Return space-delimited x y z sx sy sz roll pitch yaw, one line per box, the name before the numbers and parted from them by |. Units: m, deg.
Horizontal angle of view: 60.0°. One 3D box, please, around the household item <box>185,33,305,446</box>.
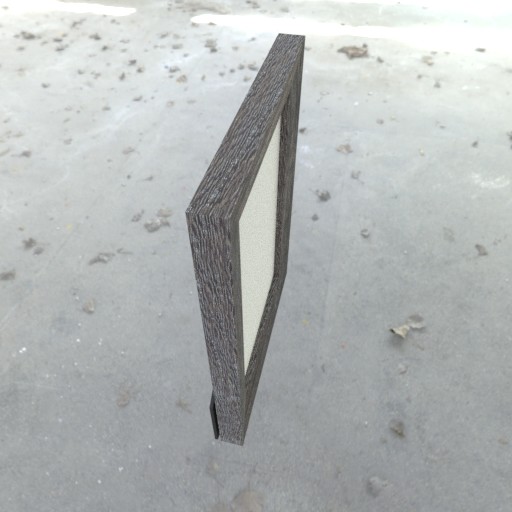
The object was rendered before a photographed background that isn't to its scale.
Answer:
household item | 0.000 0.000 0.281 0.020 0.210 0.160 10 48 9
